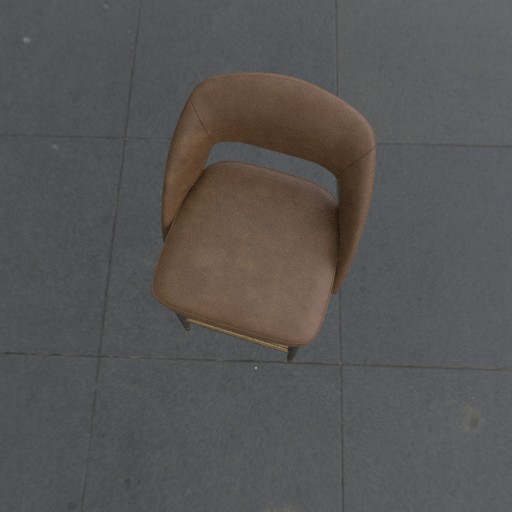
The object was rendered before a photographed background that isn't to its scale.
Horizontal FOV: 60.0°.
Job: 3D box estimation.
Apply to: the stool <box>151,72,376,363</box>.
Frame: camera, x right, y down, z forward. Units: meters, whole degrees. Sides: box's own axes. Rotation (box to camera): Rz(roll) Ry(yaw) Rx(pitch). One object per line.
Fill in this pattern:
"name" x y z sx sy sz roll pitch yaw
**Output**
"stool" 0.000 0.000 1.331 0.494 1.037 0.509 16 76 4
